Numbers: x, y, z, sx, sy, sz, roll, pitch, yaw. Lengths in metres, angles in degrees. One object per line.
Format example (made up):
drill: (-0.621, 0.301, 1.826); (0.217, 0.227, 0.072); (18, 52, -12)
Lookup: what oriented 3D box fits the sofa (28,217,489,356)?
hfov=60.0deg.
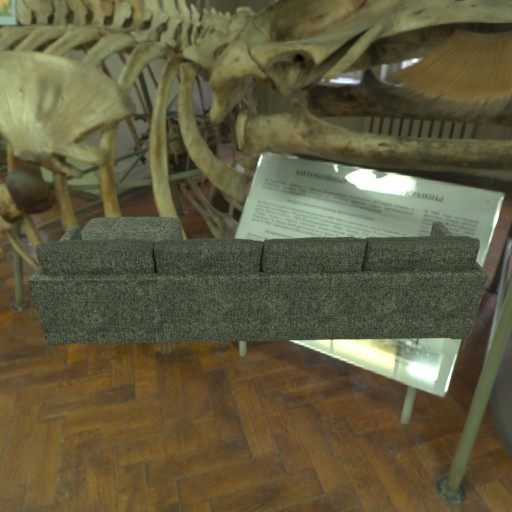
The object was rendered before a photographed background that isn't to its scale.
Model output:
sofa: (0.000, 0.000, 3.970); (3.384, 0.970, 1.488); (-1, 30, -1)
